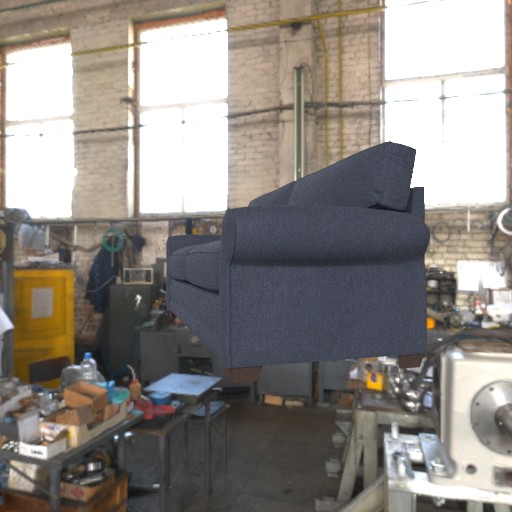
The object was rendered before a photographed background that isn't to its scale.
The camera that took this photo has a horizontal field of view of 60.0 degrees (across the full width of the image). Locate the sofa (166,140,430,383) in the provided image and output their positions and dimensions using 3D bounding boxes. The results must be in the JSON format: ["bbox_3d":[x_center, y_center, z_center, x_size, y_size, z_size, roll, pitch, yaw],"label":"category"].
[{"bbox_3d":[0.000,0.000,2.900,0.954,1.026,2.391,0,-1,-17],"label":"sofa"}]
